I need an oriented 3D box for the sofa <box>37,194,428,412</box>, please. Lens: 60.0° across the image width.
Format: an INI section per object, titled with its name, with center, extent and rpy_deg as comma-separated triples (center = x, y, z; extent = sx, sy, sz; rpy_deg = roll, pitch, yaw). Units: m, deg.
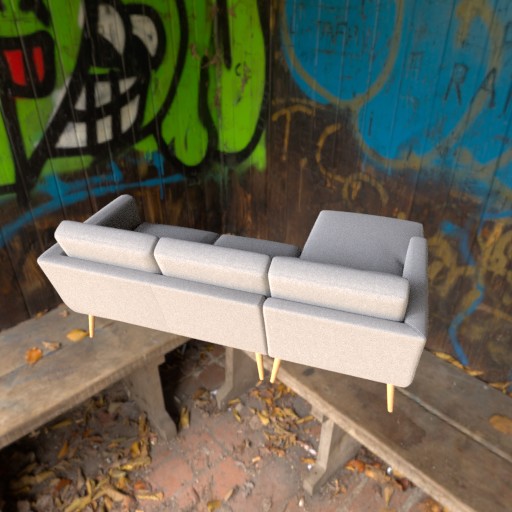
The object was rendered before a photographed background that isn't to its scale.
[sofa]
center = 0.000, 0.000, 2.825
extent = 2.040, 0.860, 1.530
rpy_deg = 10, 33, 15
